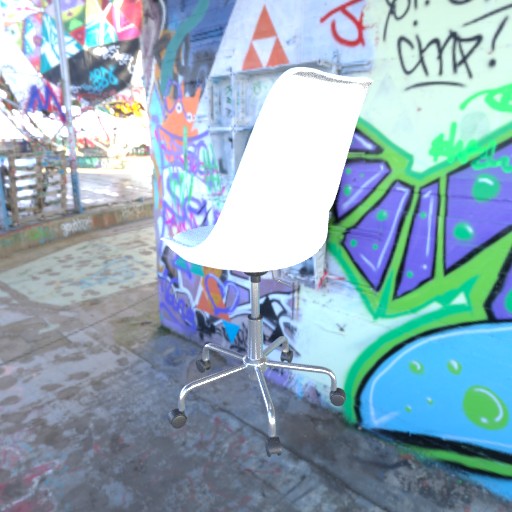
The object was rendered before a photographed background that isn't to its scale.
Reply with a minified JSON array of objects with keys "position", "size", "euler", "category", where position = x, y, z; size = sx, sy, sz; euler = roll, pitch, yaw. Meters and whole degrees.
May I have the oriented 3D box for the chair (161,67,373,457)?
[{"position":[0.000,0.000,1.261],"size":[0.550,0.930,0.550],"euler":[14,21,42],"category":"chair"}]
